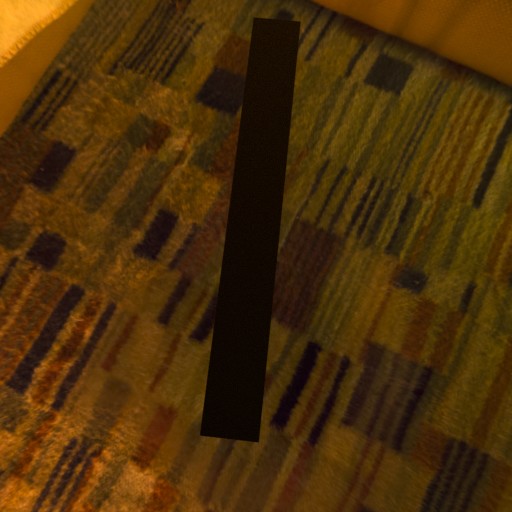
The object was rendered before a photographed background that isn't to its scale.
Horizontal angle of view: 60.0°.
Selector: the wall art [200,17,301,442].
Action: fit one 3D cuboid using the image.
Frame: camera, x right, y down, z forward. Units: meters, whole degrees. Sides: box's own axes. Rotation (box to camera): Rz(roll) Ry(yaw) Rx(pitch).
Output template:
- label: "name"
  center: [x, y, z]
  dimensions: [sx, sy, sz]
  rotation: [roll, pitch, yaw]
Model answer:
- label: "wall art"
  center: [0.000, 0.000, 0.453]
  dimensions: [0.037, 0.303, 0.304]
  rotation: [6, 77, 1]
